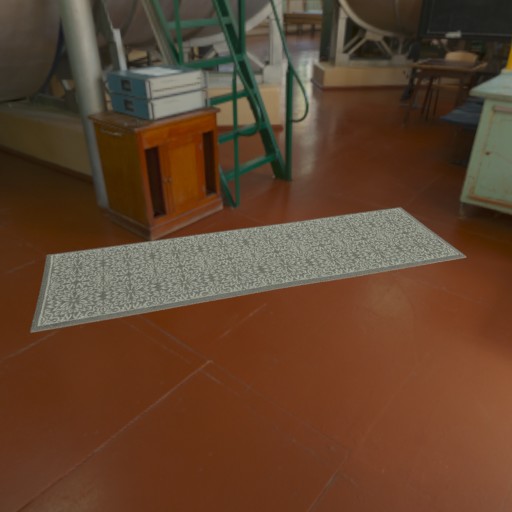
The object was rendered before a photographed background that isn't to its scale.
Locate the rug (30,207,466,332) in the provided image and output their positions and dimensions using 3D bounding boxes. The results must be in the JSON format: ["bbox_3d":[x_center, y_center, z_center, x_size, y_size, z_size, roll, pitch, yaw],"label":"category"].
[{"bbox_3d":[0.000,0.000,2.419,2.196,0.011,0.662,-9,32,-14],"label":"rug"}]
